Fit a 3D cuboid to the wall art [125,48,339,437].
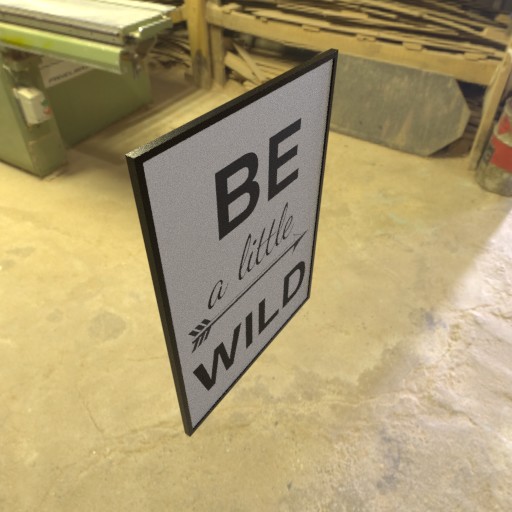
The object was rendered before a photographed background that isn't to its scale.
[{"bbox_3d":[0.000,0.000,0.779,0.013,0.582,0.442,25,47,26],"label":"wall art"}]
